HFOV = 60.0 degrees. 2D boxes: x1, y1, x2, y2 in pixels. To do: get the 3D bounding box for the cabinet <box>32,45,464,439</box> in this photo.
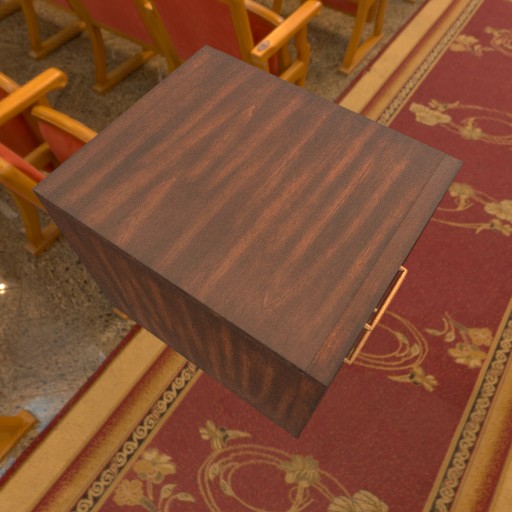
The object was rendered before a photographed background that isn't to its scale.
[{"bbox_3d":[0.000,0.000,0.839,0.500,0.455,0.402,31,65,17],"label":"cabinet"}]
